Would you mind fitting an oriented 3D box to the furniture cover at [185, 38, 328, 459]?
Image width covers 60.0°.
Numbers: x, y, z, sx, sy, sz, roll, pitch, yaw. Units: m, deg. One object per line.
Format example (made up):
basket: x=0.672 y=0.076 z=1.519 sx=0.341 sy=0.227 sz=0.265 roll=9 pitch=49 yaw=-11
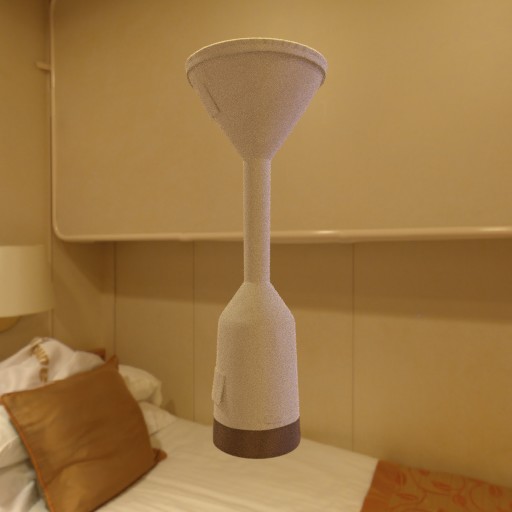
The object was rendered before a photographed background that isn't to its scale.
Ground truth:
furniture cover: x=0.000 y=0.000 z=2.897 sx=0.914 sy=2.413 sz=0.914 roll=0 pitch=1 yaw=-18
